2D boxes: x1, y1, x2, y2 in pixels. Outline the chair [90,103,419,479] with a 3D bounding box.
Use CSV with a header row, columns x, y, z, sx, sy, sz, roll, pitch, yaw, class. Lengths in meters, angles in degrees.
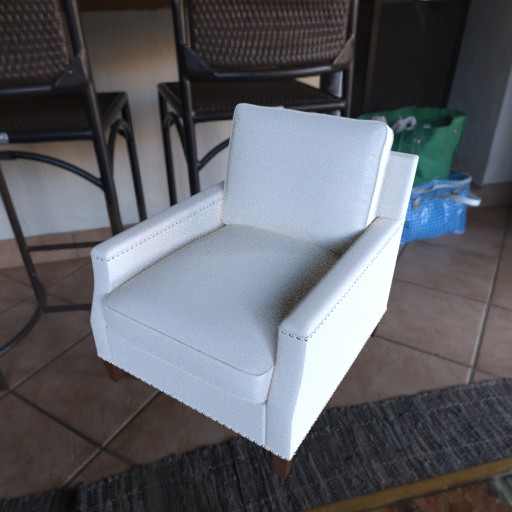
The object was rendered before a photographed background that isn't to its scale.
x,y,z,sx,sy,sz,roll,pitch,yaw,class
0.000,0.000,1.687,0.853,0.943,1.014,18,34,28,chair
